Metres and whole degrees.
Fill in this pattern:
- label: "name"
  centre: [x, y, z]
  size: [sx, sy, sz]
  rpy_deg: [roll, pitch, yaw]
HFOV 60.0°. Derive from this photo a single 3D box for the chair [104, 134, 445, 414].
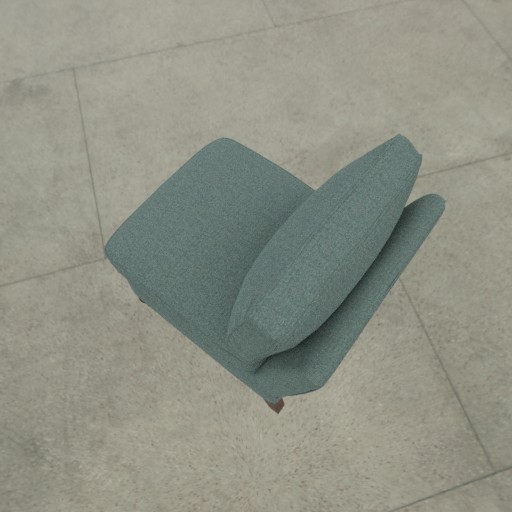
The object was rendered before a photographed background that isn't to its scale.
- label: "chair"
  centre: [0.000, 0.000, 1.419]
  size: [0.796, 0.901, 0.624]
  rpy_deg: [35, 68, 16]
